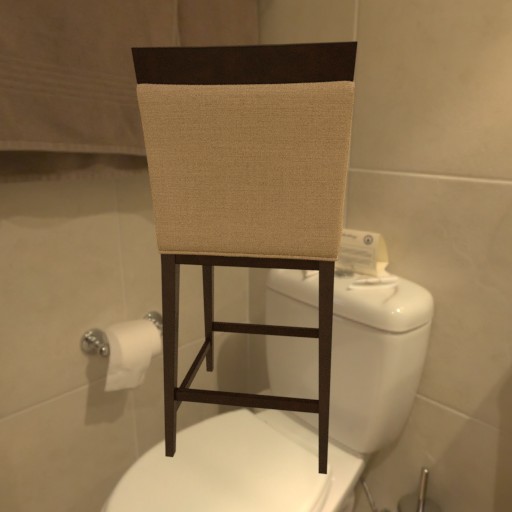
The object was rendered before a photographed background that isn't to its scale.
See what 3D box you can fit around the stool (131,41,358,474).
[{"bbox_3d":[0.000,0.000,1.354,0.511,1.117,0.531,2,17,8],"label":"stool"}]
